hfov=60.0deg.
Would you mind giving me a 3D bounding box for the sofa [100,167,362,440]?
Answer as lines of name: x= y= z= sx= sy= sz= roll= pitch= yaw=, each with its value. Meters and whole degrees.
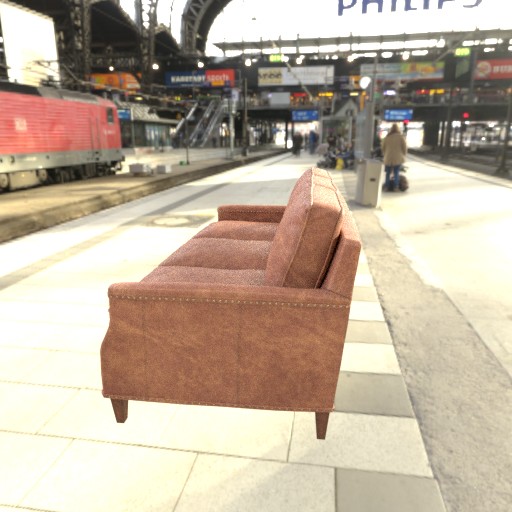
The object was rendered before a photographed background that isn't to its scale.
sofa: x=0.000 y=0.000 z=2.816 sx=1.084 sy=1.003 sz=2.246 roll=2 pitch=15 yaw=7
